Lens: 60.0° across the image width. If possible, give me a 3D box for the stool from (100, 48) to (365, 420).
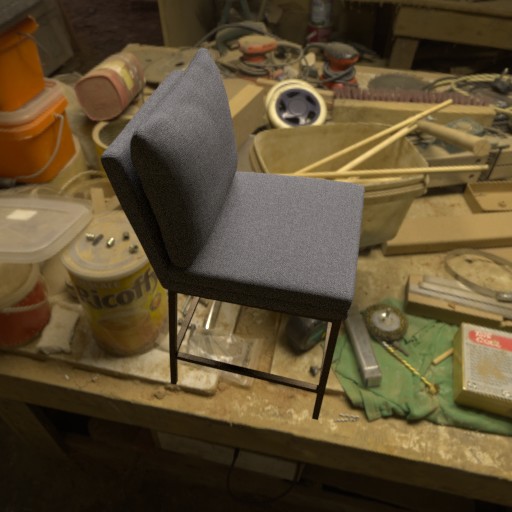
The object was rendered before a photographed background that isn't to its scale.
[{"bbox_3d":[0.000,0.000,1.323,0.569,1.031,0.463,10,47,9],"label":"stool"}]
